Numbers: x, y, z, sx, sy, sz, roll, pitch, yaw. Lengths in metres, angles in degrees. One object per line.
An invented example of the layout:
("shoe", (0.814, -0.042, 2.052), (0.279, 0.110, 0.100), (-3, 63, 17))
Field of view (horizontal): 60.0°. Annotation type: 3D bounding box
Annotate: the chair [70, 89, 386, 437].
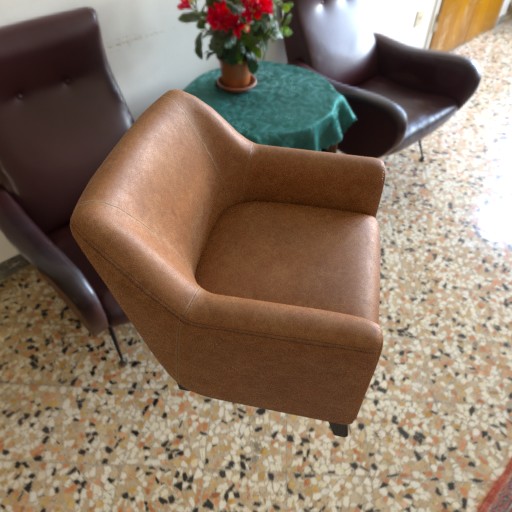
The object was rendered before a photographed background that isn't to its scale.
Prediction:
("chair", (0.000, 0.000, 1.837), (1.034, 0.980, 1.037), (9, 47, 8))
